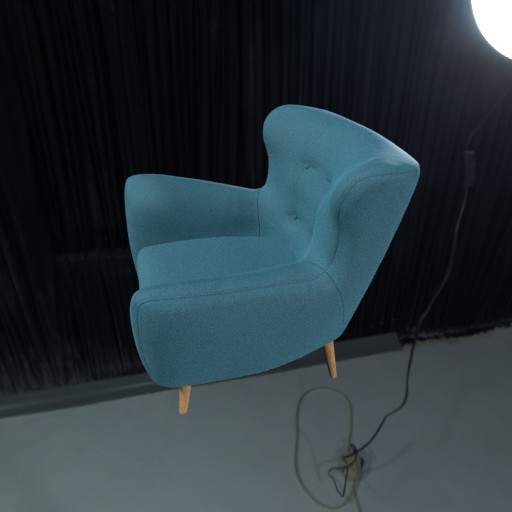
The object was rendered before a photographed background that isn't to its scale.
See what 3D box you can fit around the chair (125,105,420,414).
[{"bbox_3d":[0.000,0.000,1.610,0.889,0.889,0.890,-8,32,-13],"label":"chair"}]
